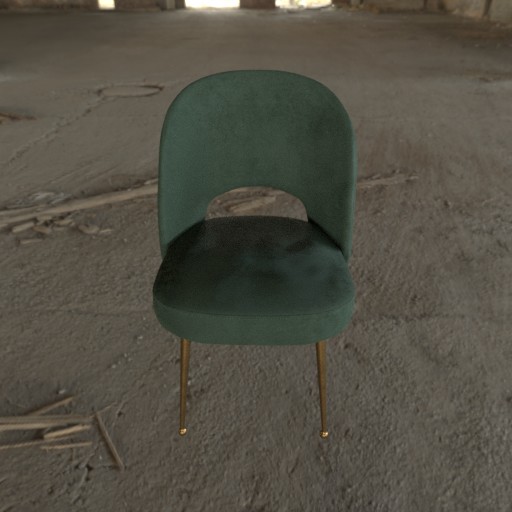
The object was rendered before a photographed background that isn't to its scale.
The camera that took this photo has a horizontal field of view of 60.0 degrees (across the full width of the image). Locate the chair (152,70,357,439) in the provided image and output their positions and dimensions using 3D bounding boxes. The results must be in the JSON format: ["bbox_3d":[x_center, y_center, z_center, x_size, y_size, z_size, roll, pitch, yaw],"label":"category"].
[{"bbox_3d":[0.000,0.000,1.212,0.527,0.860,0.577,1,32,1],"label":"chair"}]
